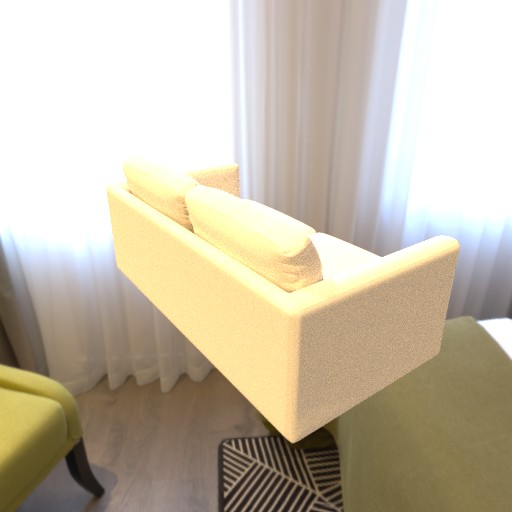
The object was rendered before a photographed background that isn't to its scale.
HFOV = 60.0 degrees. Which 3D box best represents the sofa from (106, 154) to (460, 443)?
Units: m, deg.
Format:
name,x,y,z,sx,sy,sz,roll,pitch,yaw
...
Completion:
name,x,y,z,sx,sy,sz,roll,pitch,yaw
sofa,0.000,0.000,2.291,0.940,0.893,1.713,-17,31,-32
